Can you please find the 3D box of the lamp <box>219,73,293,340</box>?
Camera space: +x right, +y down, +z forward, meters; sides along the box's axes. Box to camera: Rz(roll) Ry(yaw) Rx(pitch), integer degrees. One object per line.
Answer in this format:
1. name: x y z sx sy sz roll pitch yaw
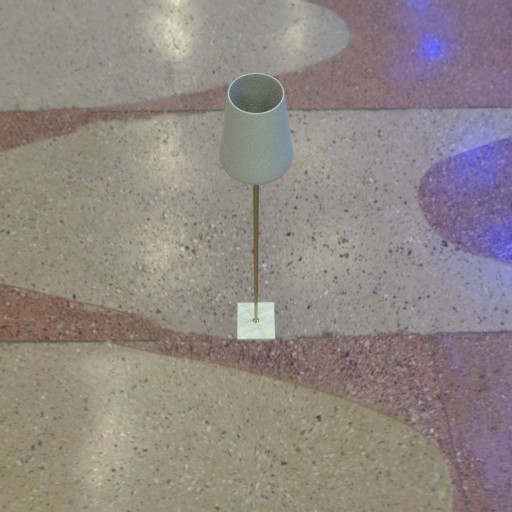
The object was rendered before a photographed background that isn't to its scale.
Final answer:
1. lamp: 0.000 0.000 1.910 0.229 1.813 0.232 -1 63 0
